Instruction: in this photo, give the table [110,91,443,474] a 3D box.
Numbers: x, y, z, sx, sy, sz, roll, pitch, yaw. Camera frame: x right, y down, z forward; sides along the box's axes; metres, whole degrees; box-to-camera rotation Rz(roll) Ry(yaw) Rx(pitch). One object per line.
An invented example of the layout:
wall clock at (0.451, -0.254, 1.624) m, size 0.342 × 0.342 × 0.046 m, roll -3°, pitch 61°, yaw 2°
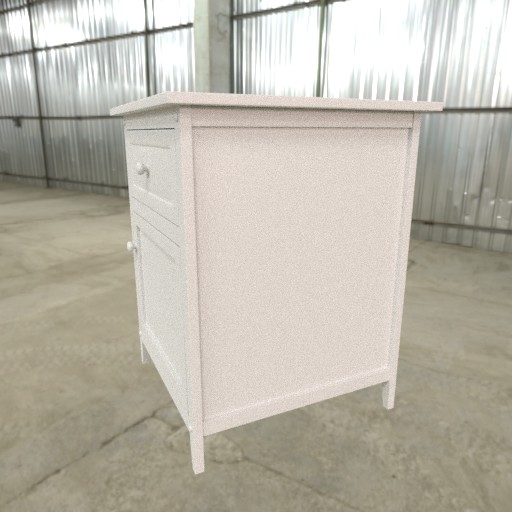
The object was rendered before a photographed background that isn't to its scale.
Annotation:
table at (0.000, 0.000, 0.751) m, size 0.381 × 0.483 × 0.381 m, roll -7°, pitch 17°, yaw -25°
